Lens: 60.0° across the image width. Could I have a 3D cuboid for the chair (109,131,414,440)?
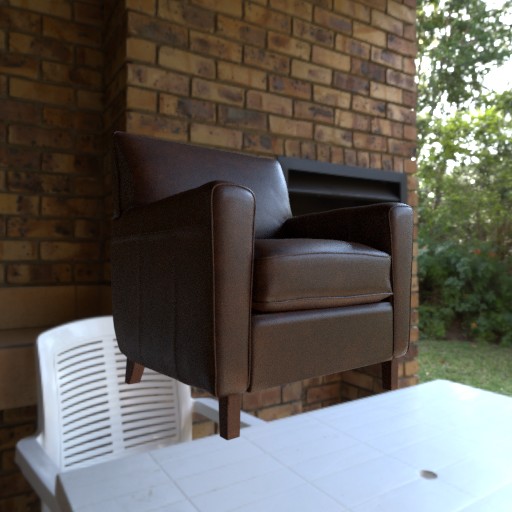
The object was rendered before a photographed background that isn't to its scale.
[{"bbox_3d":[0.000,0.000,1.630,0.870,0.943,0.823,0,0,-38],"label":"chair"}]
